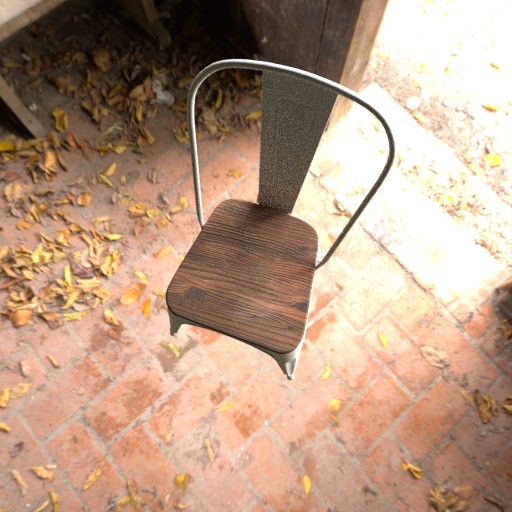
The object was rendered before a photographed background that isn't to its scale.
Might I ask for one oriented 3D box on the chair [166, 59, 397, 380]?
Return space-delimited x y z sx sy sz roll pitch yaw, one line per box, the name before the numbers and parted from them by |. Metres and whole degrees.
chair | 0.000 0.000 1.174 0.452 0.851 0.521 19 75 5
